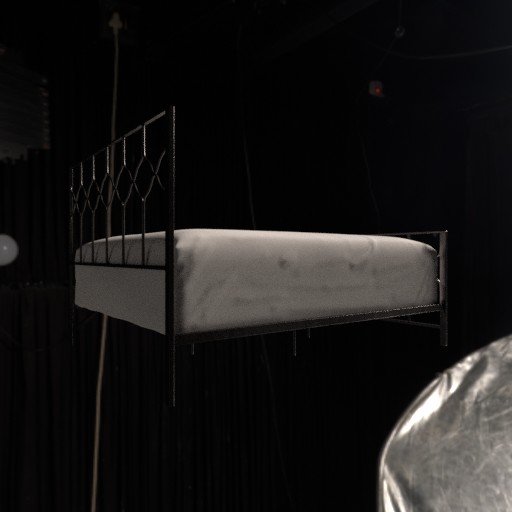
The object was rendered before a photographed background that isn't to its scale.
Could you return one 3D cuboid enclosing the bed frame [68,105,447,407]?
[{"bbox_3d":[0.000,0.000,3.048,2.063,1.222,1.597,0,0,-37],"label":"bed frame"}]
